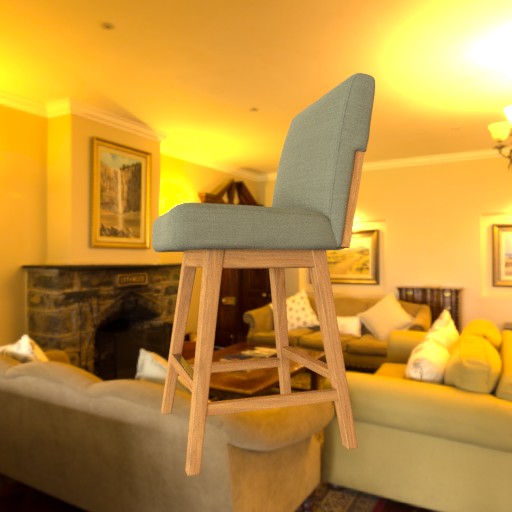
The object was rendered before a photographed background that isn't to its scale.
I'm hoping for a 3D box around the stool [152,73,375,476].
[{"bbox_3d":[0.000,0.000,1.321,0.570,1.019,0.459,0,0,-20],"label":"stool"}]
